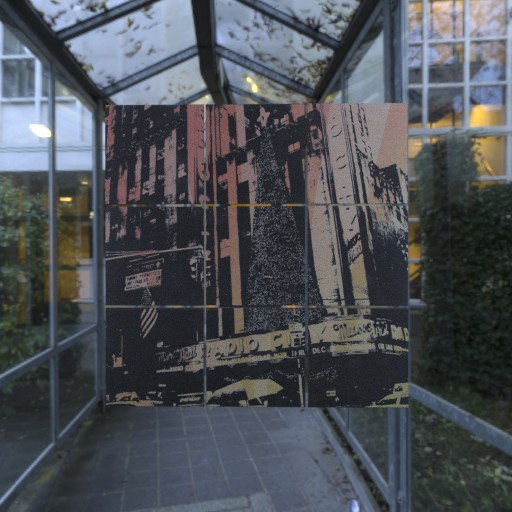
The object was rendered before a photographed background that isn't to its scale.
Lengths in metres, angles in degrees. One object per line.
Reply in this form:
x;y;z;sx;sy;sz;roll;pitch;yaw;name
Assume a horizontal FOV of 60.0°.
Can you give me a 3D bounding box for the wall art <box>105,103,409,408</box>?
0.000;0.000;1.784;1.216;1.216;0.013;0;0;1;wall art
